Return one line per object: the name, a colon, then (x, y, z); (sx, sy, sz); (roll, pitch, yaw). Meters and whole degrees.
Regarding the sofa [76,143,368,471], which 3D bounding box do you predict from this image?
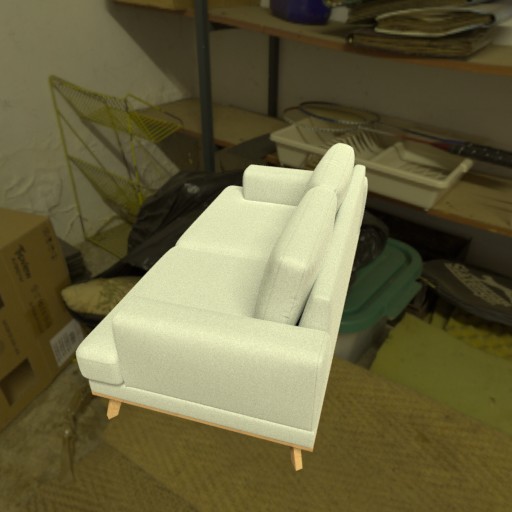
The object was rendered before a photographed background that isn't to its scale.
sofa: (0.000, 0.000, 2.153); (0.915, 0.810, 1.651); (9, 32, 14)
